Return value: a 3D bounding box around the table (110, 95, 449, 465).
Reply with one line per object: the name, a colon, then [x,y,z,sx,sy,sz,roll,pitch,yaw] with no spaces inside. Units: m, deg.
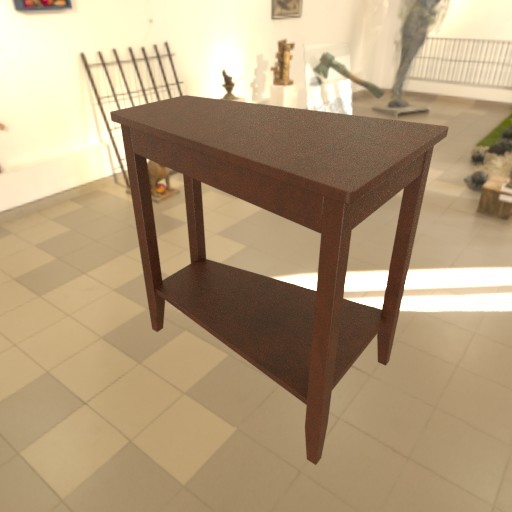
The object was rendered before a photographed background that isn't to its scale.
table: [0.000,0.000,0.997,0.605,0.589,0.399,21,37,31]
